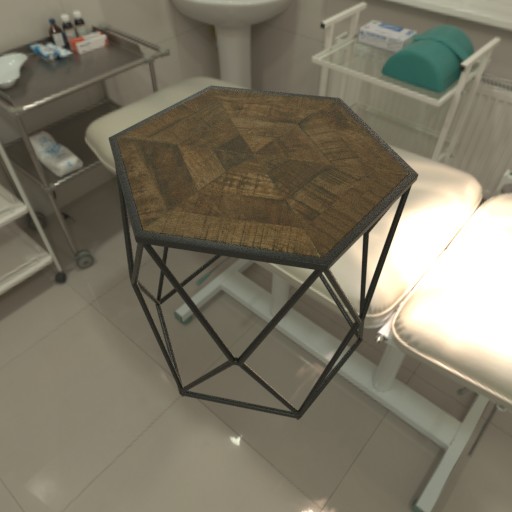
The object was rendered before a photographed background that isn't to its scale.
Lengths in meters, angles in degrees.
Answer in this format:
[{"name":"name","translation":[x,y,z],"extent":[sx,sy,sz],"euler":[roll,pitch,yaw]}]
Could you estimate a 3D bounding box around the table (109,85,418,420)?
[{"name":"table","translation":[0.000,0.000,1.044],"extent":[0.579,0.564,0.578],"euler":[32,55,26]}]
